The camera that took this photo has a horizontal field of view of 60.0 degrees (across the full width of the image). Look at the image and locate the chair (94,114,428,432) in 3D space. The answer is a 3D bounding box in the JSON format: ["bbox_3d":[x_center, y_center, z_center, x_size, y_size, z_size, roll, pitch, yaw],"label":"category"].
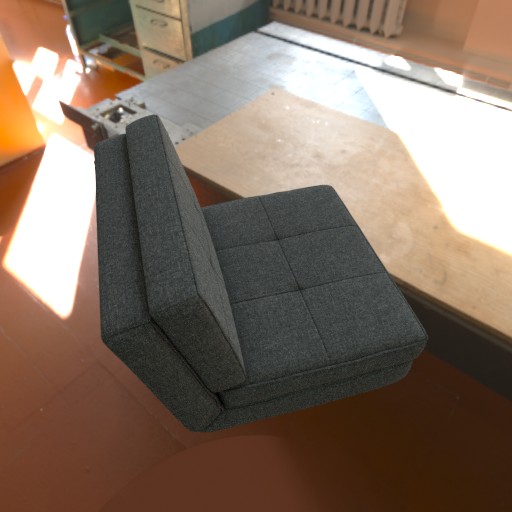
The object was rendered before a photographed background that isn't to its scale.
[{"bbox_3d":[0.000,0.000,1.310,0.800,0.615,0.740,-11,47,-10],"label":"chair"}]
